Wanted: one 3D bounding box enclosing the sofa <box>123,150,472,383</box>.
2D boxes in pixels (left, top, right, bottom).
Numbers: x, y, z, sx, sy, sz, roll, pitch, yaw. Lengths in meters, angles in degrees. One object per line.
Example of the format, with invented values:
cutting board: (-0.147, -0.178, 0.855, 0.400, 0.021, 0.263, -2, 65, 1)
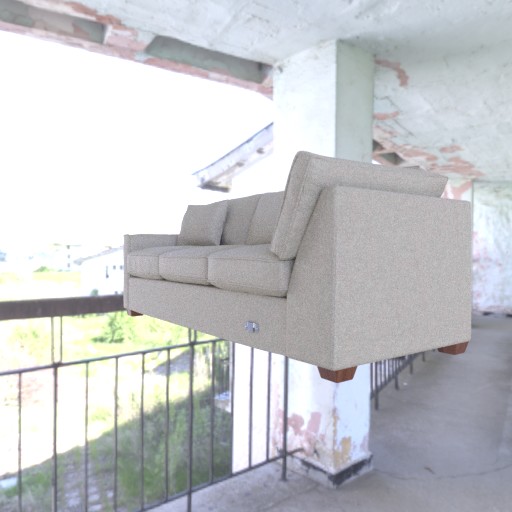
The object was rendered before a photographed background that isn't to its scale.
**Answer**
sofa: (0.000, 0.000, 2.869, 1.061, 0.962, 2.317, -1, 1, -36)
